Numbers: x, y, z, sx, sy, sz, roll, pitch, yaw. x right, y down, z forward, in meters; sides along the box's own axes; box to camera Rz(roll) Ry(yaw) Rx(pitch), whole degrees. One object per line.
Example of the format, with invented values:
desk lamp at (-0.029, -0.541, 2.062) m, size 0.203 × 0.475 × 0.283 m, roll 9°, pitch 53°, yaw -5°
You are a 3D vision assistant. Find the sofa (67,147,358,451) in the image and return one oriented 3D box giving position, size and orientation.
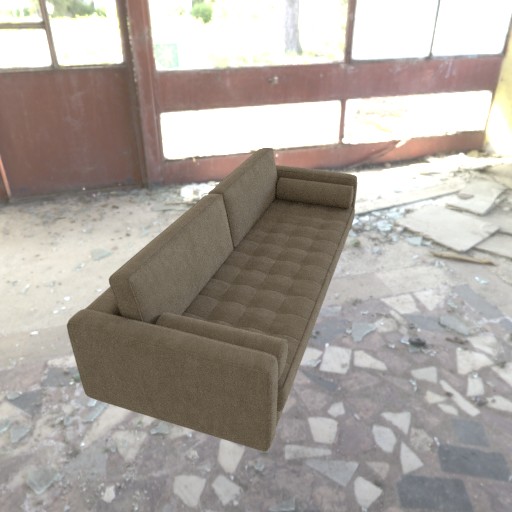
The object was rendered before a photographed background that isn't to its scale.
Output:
sofa at (0.000, 0.000, 2.675) m, size 0.919 × 0.770 × 2.200 m, roll 10°, pitch 32°, yaw 17°
